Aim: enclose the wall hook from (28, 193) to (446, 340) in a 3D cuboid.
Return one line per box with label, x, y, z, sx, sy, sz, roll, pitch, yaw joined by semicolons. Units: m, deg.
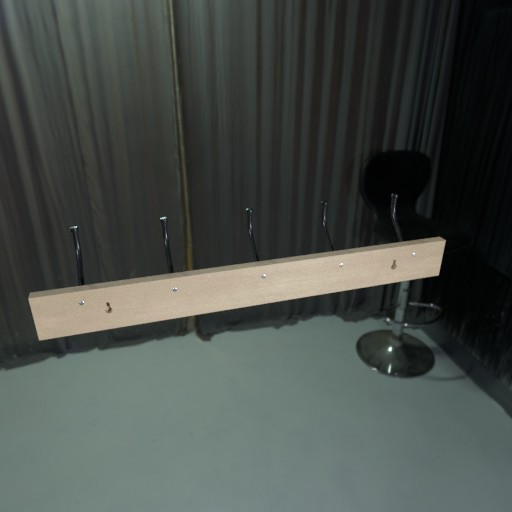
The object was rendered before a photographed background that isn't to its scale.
wall hook;0.000;0.000;0.618;0.571;0.117;0.071;-8;27;-15
